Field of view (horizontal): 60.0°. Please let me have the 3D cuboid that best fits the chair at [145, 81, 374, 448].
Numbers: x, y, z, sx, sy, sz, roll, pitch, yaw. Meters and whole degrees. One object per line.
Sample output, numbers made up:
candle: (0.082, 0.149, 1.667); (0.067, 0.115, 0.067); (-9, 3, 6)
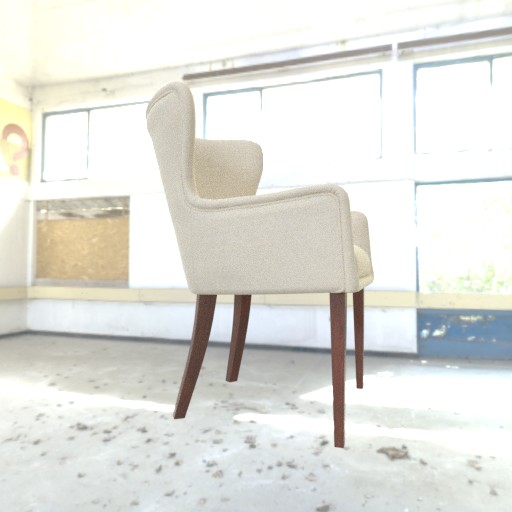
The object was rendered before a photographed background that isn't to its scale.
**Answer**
chair: (0.000, 0.000, 1.516); (0.744, 0.990, 0.696); (0, -1, 18)
